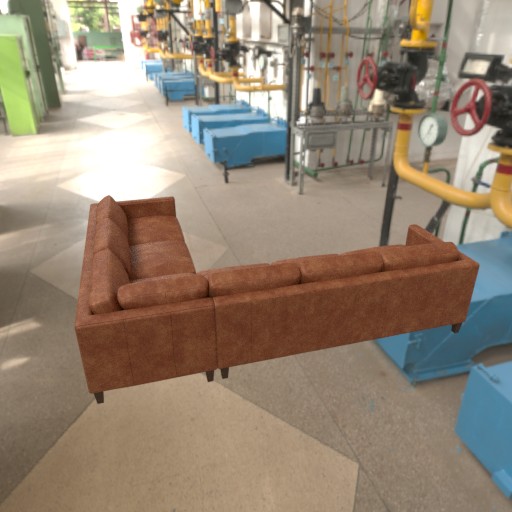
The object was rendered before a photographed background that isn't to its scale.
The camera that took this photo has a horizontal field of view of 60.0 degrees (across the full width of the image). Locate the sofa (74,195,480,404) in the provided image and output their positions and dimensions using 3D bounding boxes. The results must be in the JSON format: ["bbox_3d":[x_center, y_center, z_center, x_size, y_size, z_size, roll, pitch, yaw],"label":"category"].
[{"bbox_3d":[0.000,0.000,4.399,3.167,0.838,2.438,-7,28,-14],"label":"sofa"}]
